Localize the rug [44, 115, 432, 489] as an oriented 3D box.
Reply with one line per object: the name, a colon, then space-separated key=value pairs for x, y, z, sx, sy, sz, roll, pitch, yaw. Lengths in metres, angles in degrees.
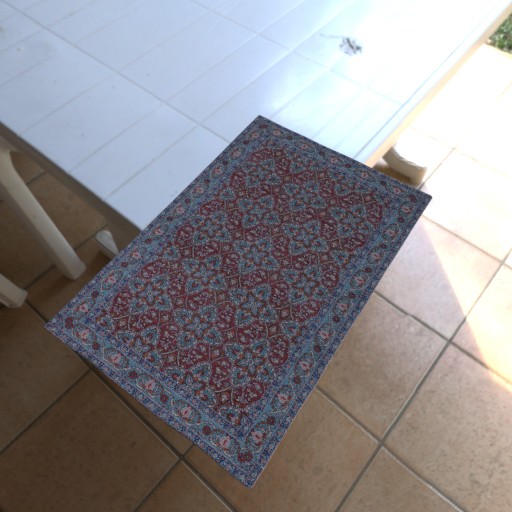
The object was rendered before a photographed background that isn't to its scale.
rug: x=0.000 y=0.000 z=2.343 sx=1.219 sy=0.009 sz=1.829 roll=31 pitch=63 yaw=18
